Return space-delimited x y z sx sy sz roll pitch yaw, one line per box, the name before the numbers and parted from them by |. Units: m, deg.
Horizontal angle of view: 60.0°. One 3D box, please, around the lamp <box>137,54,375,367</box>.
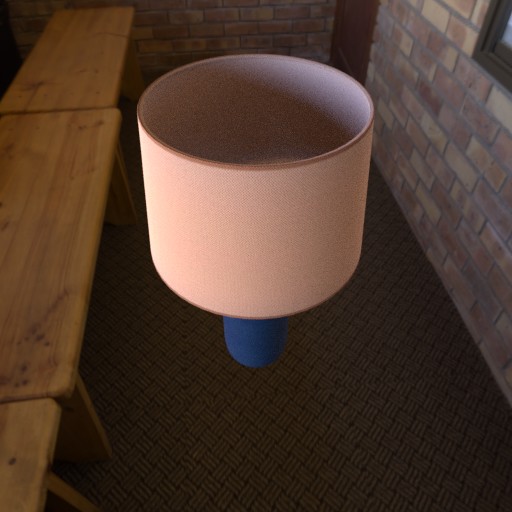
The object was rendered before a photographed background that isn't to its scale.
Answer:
lamp | 0.000 0.000 0.823 0.367 0.609 0.367 0 46 0
